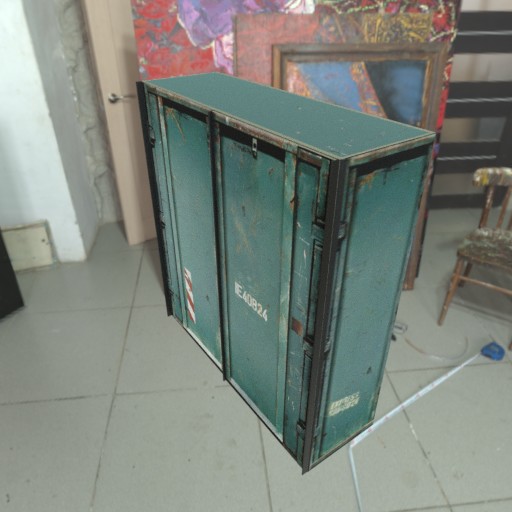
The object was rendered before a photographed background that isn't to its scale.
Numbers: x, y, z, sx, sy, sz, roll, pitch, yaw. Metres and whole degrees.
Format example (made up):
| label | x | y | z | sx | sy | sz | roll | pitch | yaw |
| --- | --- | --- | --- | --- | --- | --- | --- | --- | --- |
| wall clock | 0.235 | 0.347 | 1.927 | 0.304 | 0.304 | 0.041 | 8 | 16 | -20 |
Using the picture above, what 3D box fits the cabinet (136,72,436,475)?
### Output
| label | x | y | z | sx | sy | sz | roll | pitch | yaw |
| --- | --- | --- | --- | --- | --- | --- | --- | --- | --- |
| cabinet | 0.000 | 0.000 | 3.208 | 0.680 | 2.160 | 2.000 | -21 | 38 | -30 |
